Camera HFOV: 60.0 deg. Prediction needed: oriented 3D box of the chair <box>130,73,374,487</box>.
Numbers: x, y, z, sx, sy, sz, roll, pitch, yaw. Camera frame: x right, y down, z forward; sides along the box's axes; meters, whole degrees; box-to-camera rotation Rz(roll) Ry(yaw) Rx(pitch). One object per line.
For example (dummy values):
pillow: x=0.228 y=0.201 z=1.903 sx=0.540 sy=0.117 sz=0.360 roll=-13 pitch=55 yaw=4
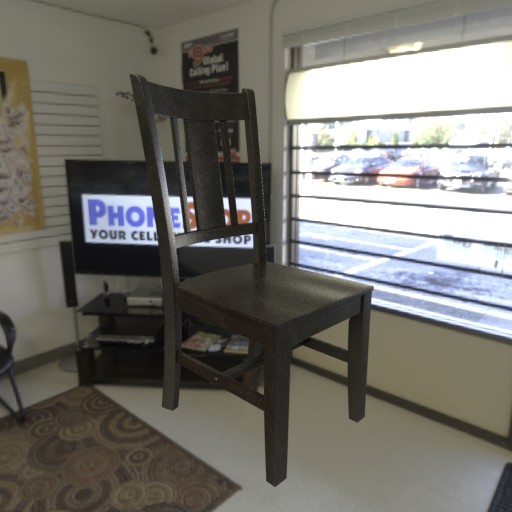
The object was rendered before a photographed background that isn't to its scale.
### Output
chair: x=0.000 y=0.000 z=1.286 sx=0.555 sy=0.998 sz=0.450 roll=13 pitch=19 yaw=43
